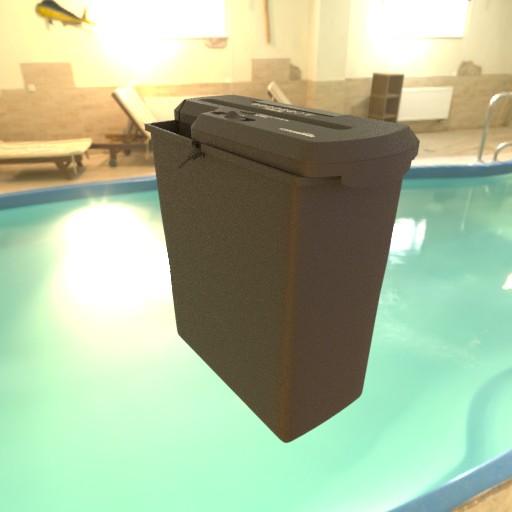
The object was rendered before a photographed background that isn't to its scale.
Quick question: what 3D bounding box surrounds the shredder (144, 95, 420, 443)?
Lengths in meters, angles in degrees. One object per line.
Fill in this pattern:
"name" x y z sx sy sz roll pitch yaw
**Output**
"shredder" 0.000 0.000 0.523 0.170 0.335 0.320 -18 32 -32
